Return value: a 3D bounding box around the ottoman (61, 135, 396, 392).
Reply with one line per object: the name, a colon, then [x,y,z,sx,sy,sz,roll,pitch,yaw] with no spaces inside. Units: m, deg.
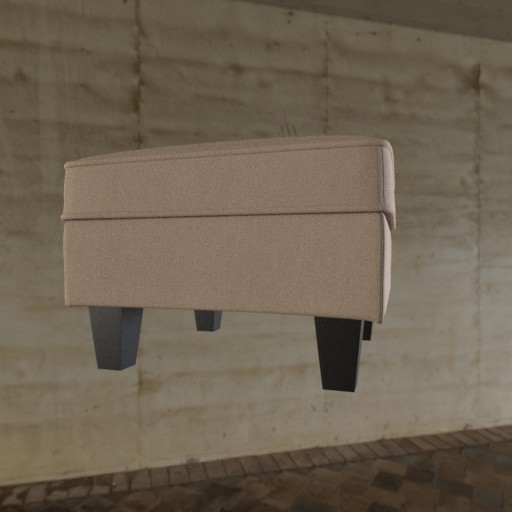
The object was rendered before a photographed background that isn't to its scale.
ottoman: [0.000,0.000,1.025,0.616,0.438,0.613,0,0,18]
